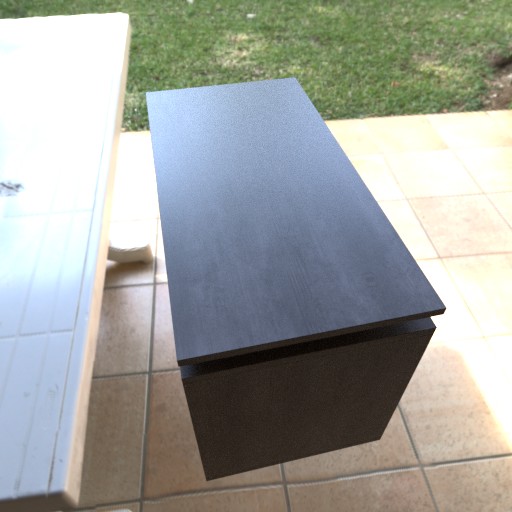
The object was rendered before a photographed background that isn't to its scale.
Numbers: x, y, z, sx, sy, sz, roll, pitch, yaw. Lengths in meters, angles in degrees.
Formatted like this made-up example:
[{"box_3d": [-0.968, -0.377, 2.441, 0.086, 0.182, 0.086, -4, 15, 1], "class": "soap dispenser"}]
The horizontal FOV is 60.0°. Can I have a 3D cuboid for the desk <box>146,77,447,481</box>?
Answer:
[{"box_3d": [0.000, 0.000, 1.613, 0.600, 0.740, 1.200, -9, 47, -9], "class": "desk"}]
